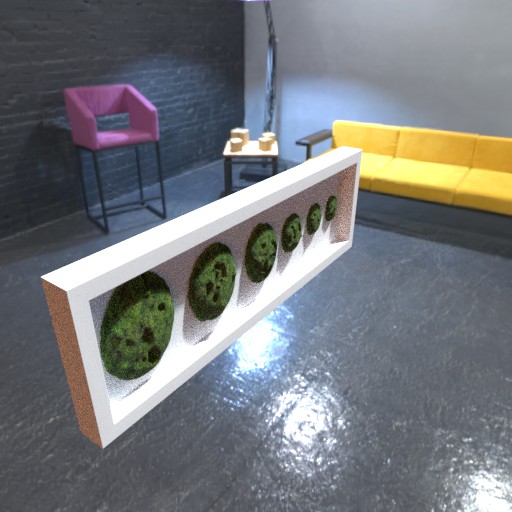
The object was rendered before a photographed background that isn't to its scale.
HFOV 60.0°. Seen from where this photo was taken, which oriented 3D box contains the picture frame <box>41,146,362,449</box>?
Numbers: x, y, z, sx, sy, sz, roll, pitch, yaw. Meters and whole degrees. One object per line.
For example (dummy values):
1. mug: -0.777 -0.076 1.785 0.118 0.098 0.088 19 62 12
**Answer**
1. picture frame: 0.000 0.000 0.820 0.050 0.250 0.759 19 33 32
